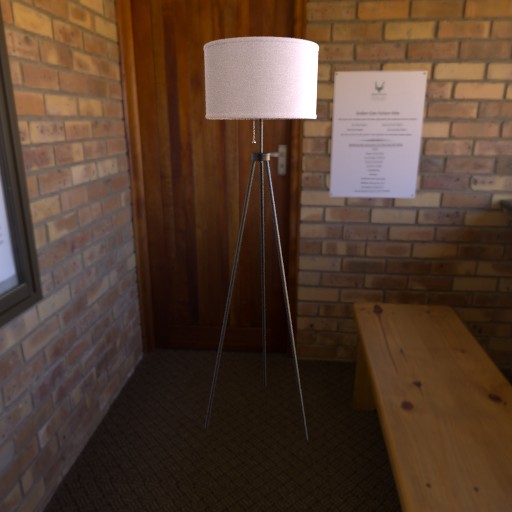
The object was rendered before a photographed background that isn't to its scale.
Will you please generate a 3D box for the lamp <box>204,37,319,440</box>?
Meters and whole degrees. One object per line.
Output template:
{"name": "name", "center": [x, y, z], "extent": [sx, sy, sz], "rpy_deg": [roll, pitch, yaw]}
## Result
{"name": "lamp", "center": [0.000, 0.000, 1.786], "extent": [0.458, 1.545, 0.448], "rpy_deg": [-8, 19, -25]}
